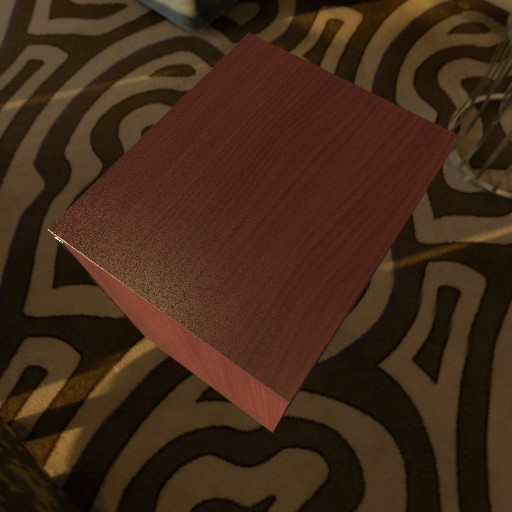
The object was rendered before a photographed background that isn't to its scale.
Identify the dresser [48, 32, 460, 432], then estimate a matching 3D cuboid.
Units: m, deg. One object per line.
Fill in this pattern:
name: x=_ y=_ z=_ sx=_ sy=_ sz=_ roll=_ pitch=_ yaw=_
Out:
dresser: x=0.000 y=0.000 z=0.756 sx=0.360 sy=0.470 sz=0.400 roll=33 pitch=69 yaw=14
